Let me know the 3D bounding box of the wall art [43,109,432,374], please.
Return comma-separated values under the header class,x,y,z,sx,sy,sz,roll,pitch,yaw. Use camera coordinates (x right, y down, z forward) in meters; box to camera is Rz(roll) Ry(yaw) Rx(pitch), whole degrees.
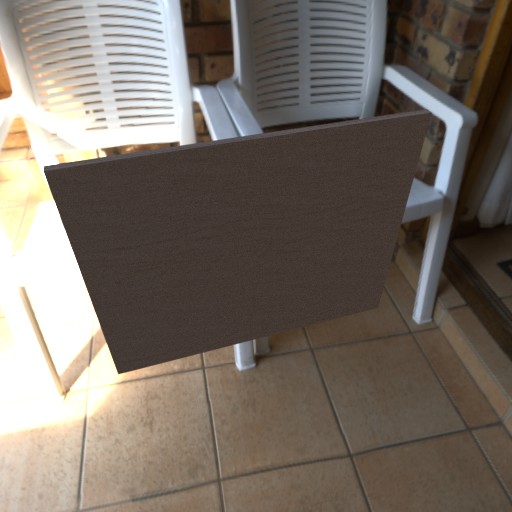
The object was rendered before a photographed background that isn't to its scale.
class,x,y,z,sx,sy,sz,roll,pitch,yaw
wall art,0.000,0.000,0.697,0.508,0.406,0.013,-12,43,-13
